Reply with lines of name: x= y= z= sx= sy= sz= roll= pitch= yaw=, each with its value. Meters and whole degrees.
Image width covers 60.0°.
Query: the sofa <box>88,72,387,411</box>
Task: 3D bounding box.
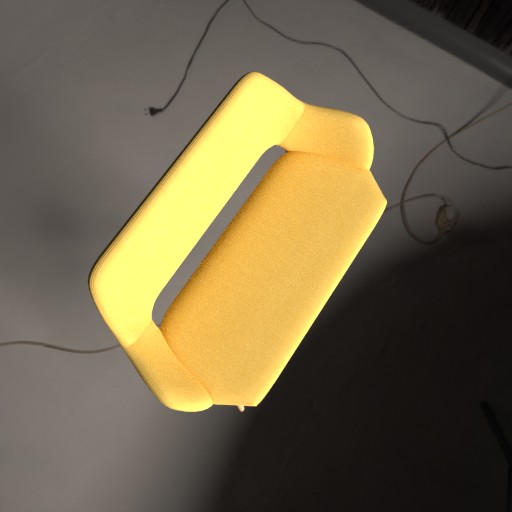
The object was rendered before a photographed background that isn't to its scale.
sofa: x=0.000 y=0.000 z=1.646 sx=0.610 sy=0.840 sz=1.150 roll=33 pitch=78 yaw=8
